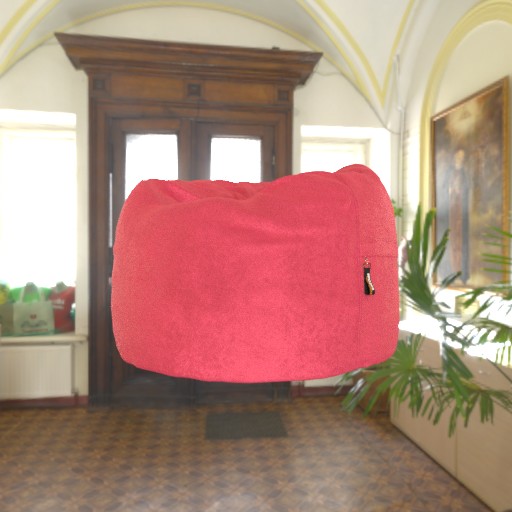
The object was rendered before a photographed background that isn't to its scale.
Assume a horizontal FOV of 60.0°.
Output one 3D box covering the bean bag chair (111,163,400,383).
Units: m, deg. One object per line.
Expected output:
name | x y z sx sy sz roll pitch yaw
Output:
bean bag chair | 0.000 0.000 1.950 1.218 0.788 1.218 0 1 0
